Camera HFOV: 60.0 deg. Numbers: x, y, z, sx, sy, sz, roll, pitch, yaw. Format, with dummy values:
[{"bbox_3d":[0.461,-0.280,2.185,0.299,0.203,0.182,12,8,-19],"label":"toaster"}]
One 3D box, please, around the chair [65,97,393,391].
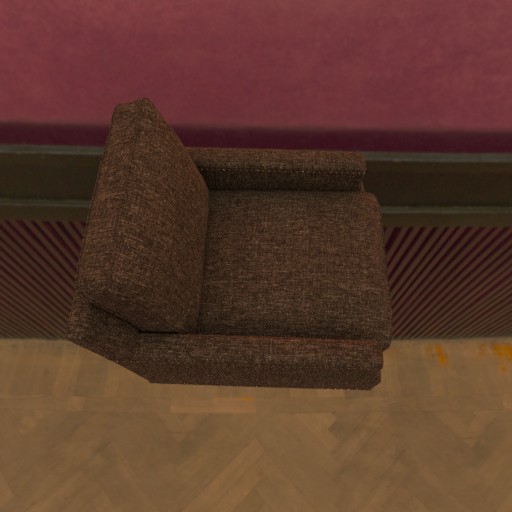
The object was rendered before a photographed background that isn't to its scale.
[{"bbox_3d":[0.000,0.000,1.662,1.014,0.943,0.853,2,65,1],"label":"chair"}]
